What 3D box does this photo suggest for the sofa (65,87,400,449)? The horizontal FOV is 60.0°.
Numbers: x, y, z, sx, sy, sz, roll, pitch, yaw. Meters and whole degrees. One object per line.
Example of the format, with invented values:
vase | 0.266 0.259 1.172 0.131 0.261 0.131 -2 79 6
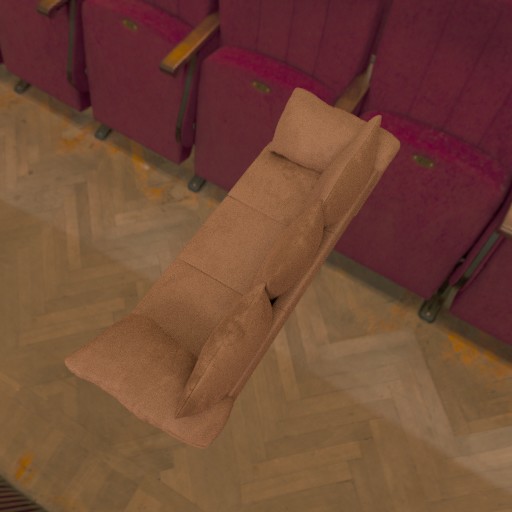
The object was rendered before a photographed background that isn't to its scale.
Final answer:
sofa | 0.000 0.000 2.876 0.893 0.981 2.377 30 67 14
